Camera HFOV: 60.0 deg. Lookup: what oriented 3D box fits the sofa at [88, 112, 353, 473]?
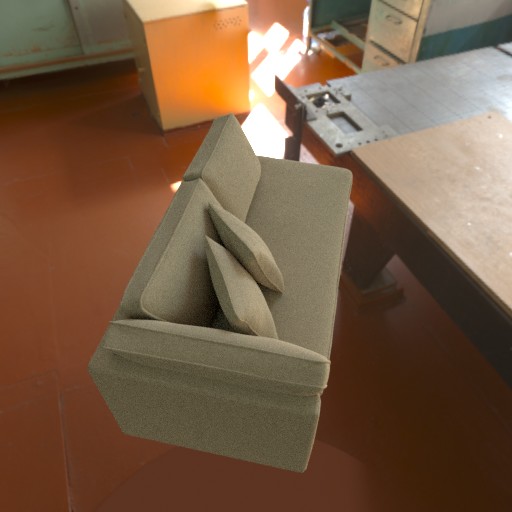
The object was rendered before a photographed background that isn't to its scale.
[{"bbox_3d":[0.000,0.000,2.873,1.110,1.033,2.237,9,48,8],"label":"sofa"}]
